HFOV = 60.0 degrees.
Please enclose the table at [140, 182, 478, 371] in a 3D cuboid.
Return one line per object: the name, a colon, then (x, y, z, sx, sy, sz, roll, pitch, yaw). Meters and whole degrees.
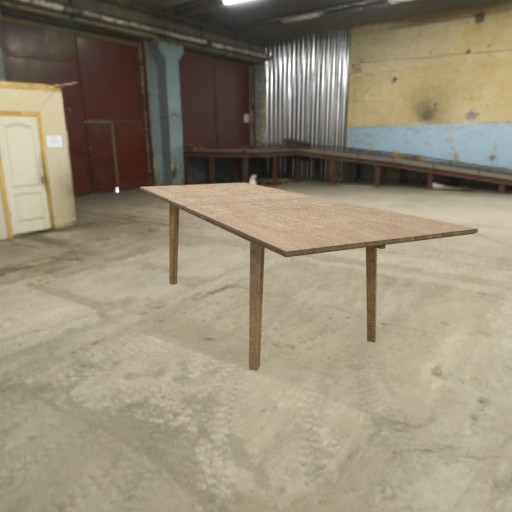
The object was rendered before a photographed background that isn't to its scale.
table: (0.000, 0.000, 3.043, 1.000, 0.752, 2.603, -7, 16, -25)
